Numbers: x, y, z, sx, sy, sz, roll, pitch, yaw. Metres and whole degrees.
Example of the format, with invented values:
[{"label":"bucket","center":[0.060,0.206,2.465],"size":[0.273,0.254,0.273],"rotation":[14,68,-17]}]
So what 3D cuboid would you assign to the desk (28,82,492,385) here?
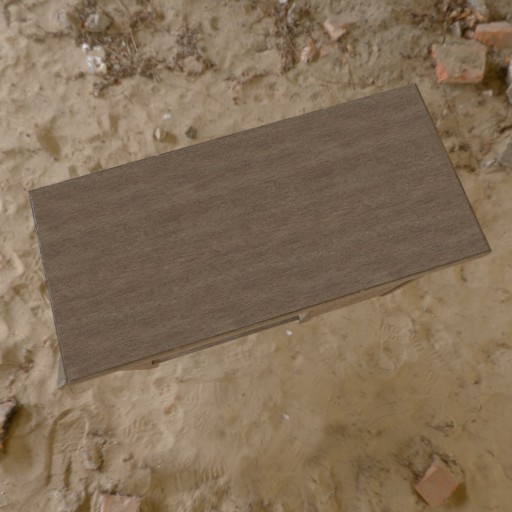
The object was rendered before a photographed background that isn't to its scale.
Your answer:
[{"label":"desk","center":[0.000,0.000,1.786],"size":[1.289,0.912,0.610],"rotation":[-17,77,-4]}]
